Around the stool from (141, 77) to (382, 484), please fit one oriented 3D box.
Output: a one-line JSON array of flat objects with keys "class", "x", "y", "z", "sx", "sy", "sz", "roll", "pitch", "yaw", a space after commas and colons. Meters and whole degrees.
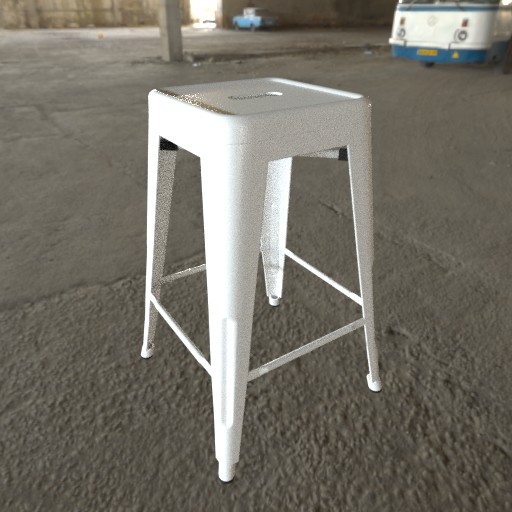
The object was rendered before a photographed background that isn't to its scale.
[{"class": "stool", "x": 0.000, "y": 0.000, "z": 0.869, "sx": 0.406, "sy": 0.610, "sz": 0.406, "roll": -18, "pitch": 34, "yaw": -29}]
